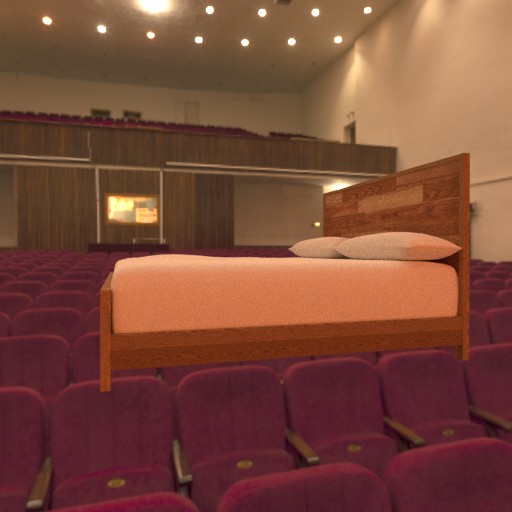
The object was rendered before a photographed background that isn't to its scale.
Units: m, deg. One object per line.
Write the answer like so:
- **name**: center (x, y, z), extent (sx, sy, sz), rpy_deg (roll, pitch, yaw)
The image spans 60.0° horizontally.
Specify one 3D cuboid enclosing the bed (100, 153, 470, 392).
- **bed**: center (0.000, 0.000, 3.419), extent (2.184, 1.295, 2.013), rpy_deg (0, 1, -17)
